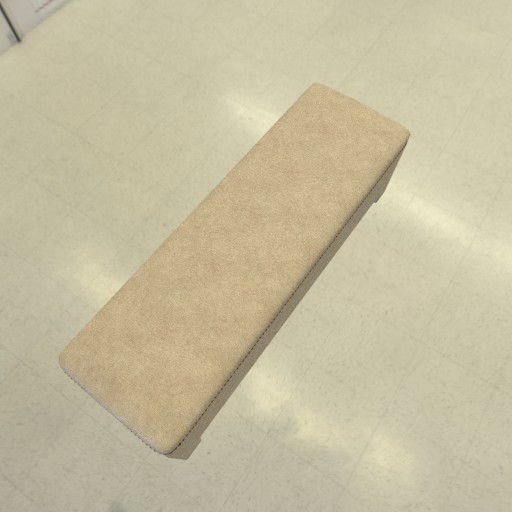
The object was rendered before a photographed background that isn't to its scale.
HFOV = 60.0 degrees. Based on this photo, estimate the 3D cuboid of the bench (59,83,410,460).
[{"bbox_3d":[0.000,0.000,1.733,0.470,0.447,1.482,34,69,15],"label":"bench"}]
